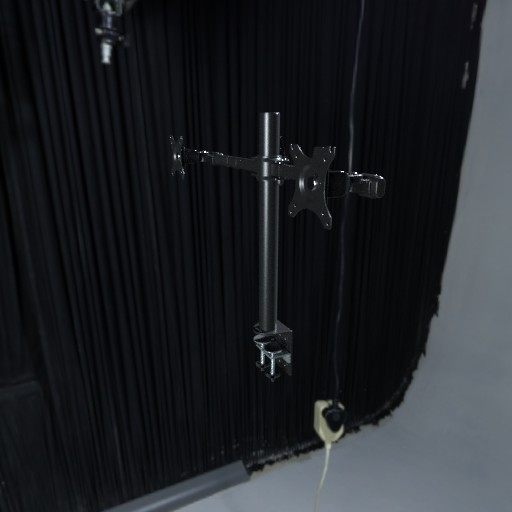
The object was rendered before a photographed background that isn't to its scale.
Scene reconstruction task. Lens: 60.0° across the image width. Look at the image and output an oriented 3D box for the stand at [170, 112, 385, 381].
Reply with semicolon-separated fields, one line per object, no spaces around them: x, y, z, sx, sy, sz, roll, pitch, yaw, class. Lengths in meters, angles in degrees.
0.000;0.000;0.980;0.150;0.603;0.743;-8;18;-25;stand
